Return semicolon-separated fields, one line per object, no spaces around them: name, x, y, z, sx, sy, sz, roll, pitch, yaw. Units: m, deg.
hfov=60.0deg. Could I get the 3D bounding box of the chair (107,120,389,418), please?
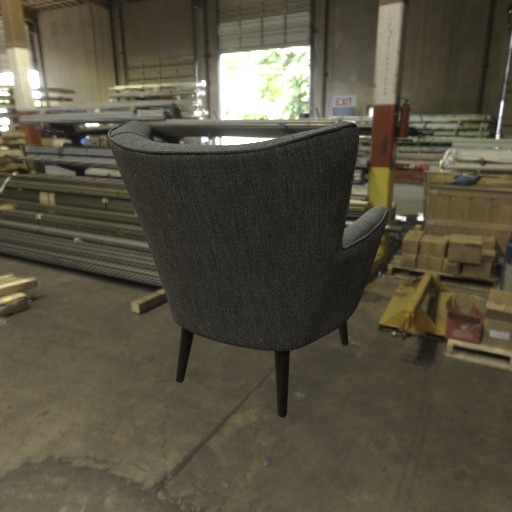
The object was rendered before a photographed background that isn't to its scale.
chair;0.000;0.000;1.594;0.781;0.933;0.888;9;19;27
